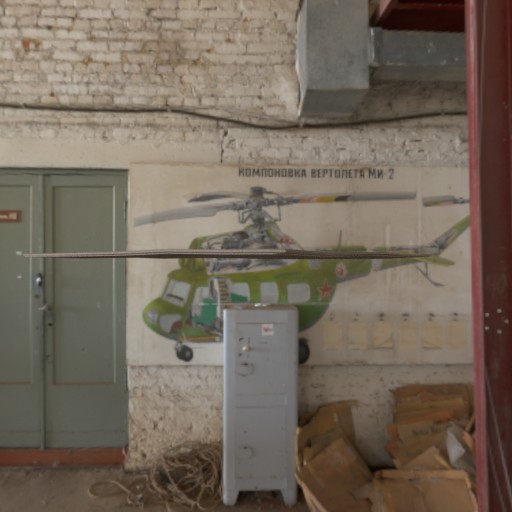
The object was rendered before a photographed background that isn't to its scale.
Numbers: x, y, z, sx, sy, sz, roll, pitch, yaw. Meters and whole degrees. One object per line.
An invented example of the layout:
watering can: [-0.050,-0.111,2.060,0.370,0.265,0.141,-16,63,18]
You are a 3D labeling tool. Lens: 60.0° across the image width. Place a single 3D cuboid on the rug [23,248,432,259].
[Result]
rug: [0.000,0.000,4.047,2.399,0.054,3.011,0,-1,34]
